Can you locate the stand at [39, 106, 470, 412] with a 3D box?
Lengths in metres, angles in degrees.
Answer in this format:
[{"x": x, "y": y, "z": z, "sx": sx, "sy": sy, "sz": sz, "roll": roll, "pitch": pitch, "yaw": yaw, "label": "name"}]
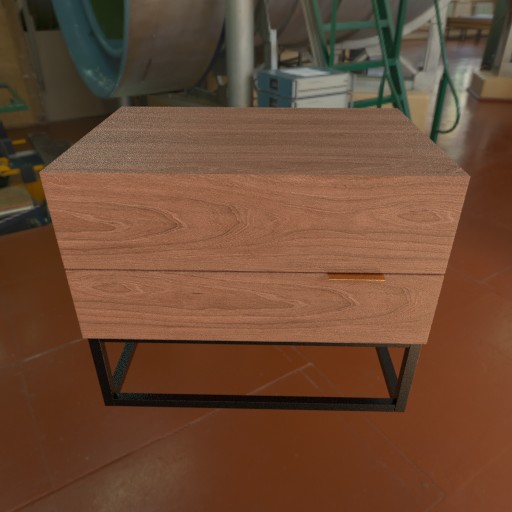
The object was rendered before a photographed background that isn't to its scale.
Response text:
[{"x": 0.000, "y": 0.000, "z": 0.911, "sx": 0.600, "sy": 0.500, "sz": 0.420, "roll": 1, "pitch": 31, "yaw": 1, "label": "stand"}]
